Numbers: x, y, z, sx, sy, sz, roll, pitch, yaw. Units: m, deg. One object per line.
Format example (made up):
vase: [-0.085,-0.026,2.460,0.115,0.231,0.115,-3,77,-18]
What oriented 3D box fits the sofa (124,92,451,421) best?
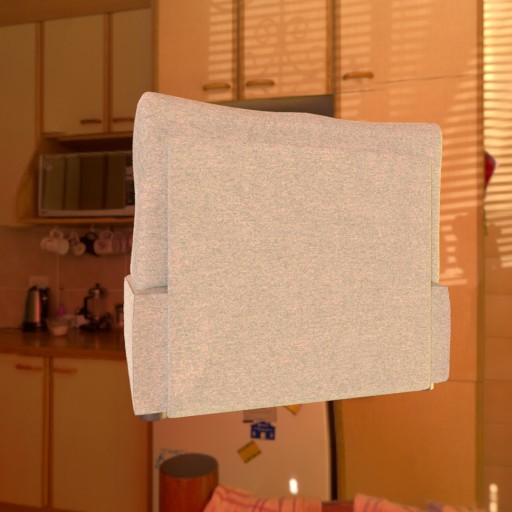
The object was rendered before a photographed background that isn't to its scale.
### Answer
sofa: [0.000,0.000,1.657,0.930,0.820,1.000,0,0,-18]
